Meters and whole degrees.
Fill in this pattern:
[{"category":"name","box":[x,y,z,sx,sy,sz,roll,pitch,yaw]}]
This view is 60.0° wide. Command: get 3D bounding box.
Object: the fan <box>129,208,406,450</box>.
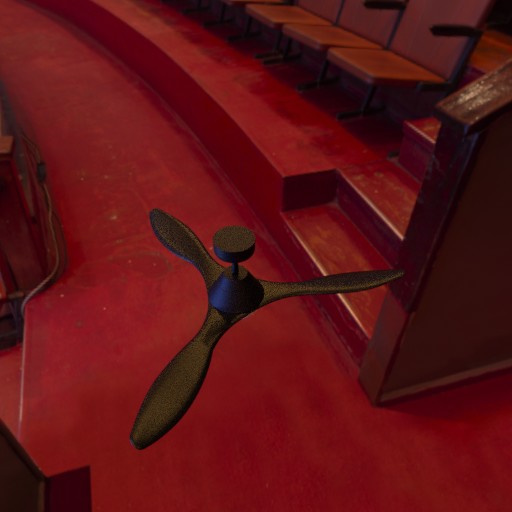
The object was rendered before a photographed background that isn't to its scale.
[{"category":"fan","box":[0.000,0.000,1.610,1.067,0.305,1.067,-13,43,-15]}]
